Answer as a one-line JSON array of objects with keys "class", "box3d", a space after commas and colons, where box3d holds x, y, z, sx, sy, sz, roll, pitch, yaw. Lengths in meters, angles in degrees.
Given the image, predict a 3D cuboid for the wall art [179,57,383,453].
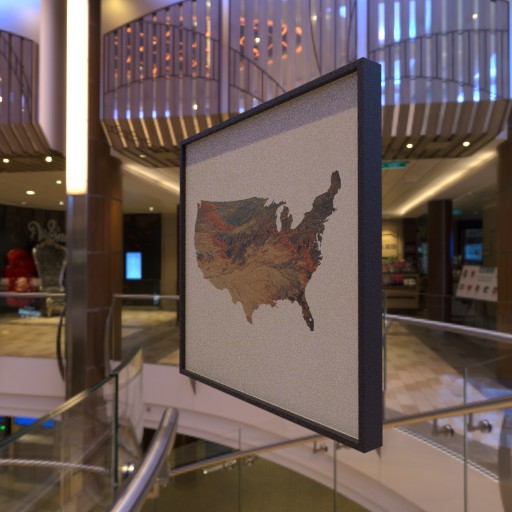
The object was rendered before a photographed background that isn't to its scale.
[{"class": "wall art", "box3d": [0.000, 0.000, 0.779, 0.038, 0.507, 0.507, 0, -1, -37]}]
